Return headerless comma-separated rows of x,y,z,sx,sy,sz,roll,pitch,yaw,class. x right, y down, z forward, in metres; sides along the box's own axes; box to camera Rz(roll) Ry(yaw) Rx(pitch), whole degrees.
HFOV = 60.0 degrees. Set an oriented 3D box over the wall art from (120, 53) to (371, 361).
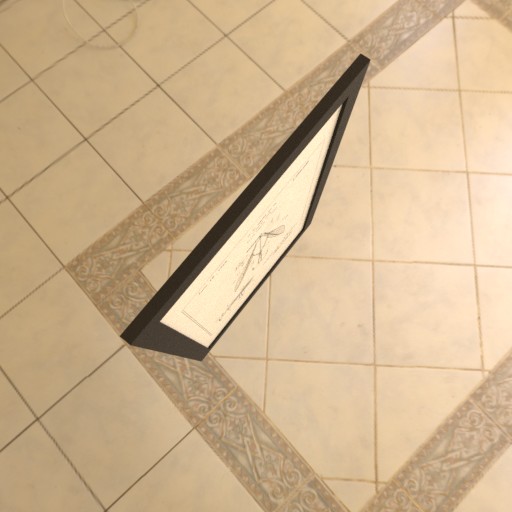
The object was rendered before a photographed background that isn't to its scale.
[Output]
0.000,0.000,0.692,0.013,0.534,0.380,37,78,9,wall art
